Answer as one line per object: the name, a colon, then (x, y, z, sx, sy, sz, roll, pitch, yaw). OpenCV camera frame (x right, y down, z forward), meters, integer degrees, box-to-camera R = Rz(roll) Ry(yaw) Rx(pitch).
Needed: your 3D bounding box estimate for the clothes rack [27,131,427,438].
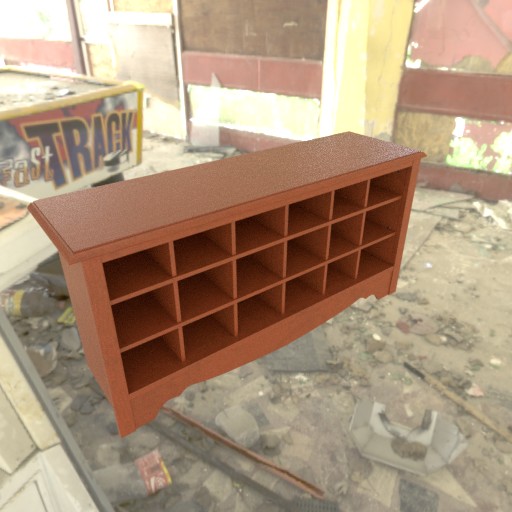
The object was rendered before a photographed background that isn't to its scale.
clothes rack: (0.000, 0.000, 1.520, 1.251, 0.594, 0.362, -20, 36, -31)
